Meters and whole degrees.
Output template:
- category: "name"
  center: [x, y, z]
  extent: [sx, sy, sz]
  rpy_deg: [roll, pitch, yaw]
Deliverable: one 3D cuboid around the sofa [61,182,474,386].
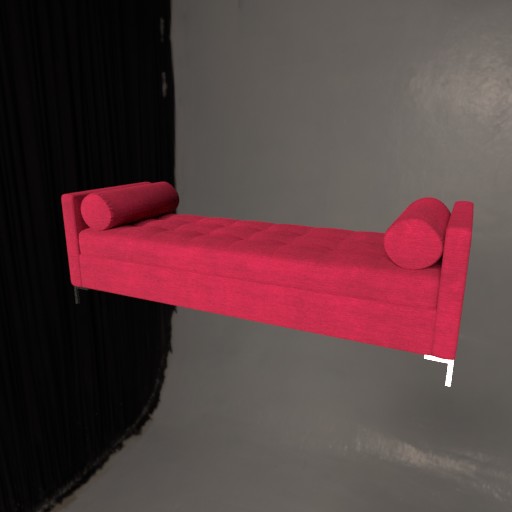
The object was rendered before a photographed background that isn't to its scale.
- category: "sofa"
  center: [0.000, 0.000, 2.309]
  extent: [1.981, 0.635, 0.686]
  rpy_deg: [7, 17, 25]
